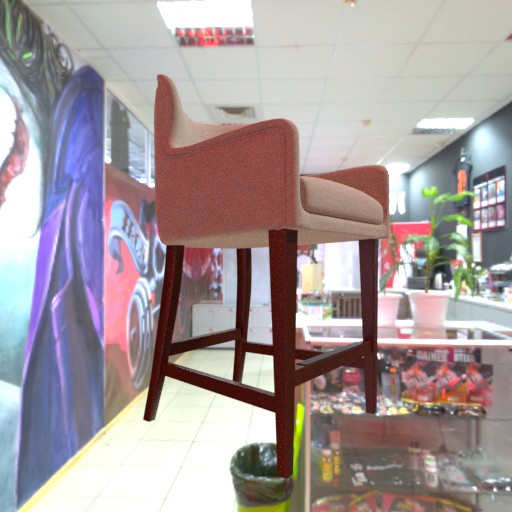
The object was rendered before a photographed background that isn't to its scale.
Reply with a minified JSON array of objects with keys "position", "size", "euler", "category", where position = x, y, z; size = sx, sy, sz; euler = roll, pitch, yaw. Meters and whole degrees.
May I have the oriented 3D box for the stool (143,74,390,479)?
[{"position":[0.000,0.000,1.360],"size":[0.637,0.987,0.615],"euler":[0,-1,36],"category":"stool"}]
